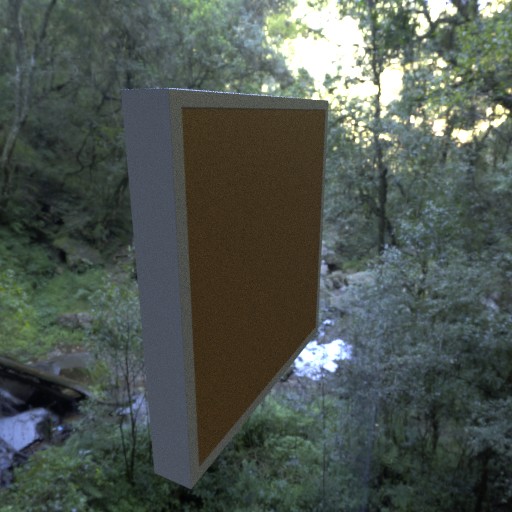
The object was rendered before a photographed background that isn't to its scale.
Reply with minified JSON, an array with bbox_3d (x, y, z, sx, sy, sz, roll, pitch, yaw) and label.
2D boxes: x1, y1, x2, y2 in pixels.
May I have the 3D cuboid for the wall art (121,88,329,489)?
[{"bbox_3d":[0.000,0.000,0.450,0.038,0.305,0.305,9,20,26],"label":"wall art"}]
